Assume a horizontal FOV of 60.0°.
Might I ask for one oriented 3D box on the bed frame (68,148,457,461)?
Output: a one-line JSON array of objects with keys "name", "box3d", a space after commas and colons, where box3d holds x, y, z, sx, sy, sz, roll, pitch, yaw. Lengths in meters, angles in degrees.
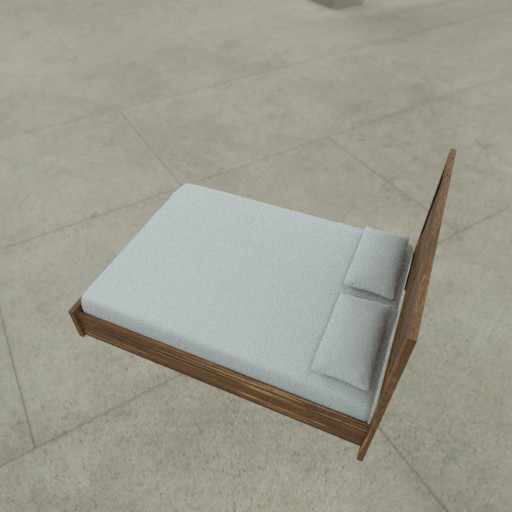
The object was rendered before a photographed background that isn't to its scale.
[{"name": "bed frame", "box3d": [0.000, 0.000, 3.310, 2.276, 1.417, 1.696, 17, 48, 16]}]
